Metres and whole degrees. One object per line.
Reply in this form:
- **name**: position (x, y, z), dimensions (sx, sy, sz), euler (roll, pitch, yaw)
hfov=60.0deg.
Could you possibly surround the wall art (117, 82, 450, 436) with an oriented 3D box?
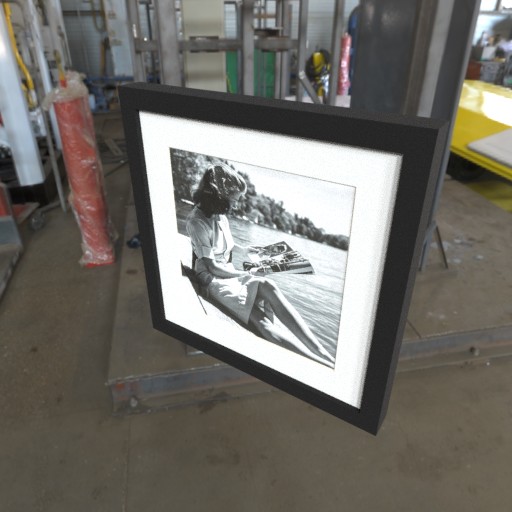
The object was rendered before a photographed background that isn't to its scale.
- **wall art**: position (0.000, 0.000, 0.452), dimensions (0.308, 0.305, 0.030), euler (18, 35, 28)
